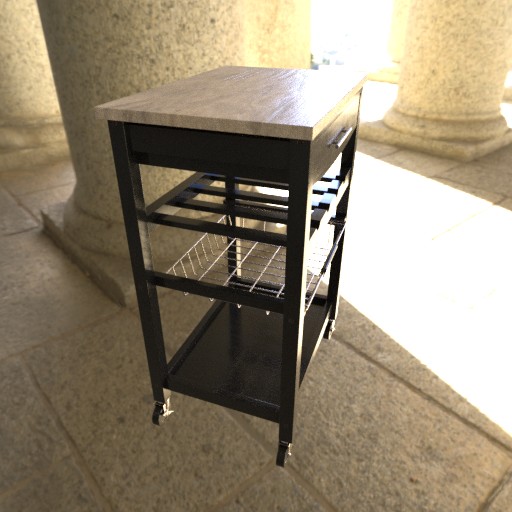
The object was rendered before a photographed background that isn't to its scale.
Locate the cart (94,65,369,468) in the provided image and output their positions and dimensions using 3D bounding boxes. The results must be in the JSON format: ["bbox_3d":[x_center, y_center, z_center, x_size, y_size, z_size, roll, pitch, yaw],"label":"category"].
[{"bbox_3d":[0.000,0.000,1.162,0.403,0.839,0.584,11,32,18],"label":"cart"}]
